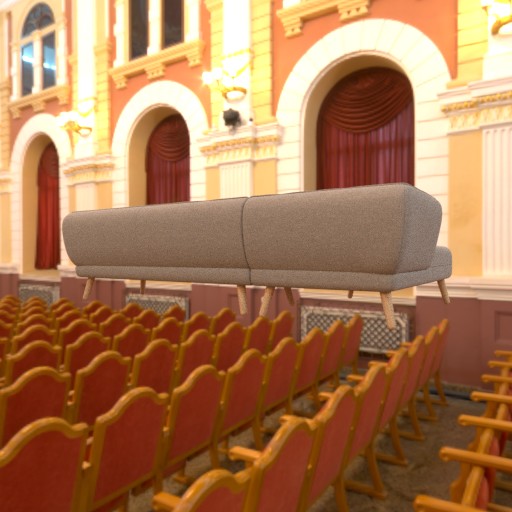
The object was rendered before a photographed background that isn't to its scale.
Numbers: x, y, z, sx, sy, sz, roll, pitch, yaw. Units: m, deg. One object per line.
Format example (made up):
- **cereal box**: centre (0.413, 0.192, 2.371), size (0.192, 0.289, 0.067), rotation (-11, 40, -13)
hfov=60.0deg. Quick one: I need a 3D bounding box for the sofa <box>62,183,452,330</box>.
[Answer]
- **sofa**: centre (0.000, 0.000, 3.325), size (2.653, 0.693, 1.532), rotation (0, 0, 34)
